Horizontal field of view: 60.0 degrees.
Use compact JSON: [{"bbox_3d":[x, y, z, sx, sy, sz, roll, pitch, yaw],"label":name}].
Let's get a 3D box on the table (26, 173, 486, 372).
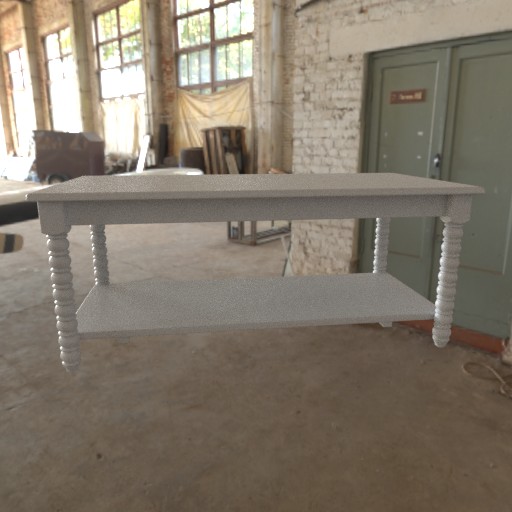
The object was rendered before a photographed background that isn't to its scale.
[{"bbox_3d":[0.000,0.000,1.445,1.171,0.487,0.580,-2,15,-8],"label":"table"}]
